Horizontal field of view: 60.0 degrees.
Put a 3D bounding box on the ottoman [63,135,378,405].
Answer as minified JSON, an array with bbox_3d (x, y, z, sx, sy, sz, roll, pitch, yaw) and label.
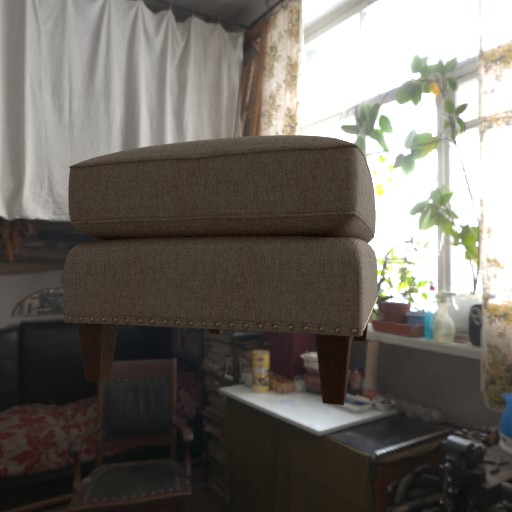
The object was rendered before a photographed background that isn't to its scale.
[{"bbox_3d":[0.000,0.000,1.140,0.584,0.513,0.741,0,-1,17],"label":"ottoman"}]
